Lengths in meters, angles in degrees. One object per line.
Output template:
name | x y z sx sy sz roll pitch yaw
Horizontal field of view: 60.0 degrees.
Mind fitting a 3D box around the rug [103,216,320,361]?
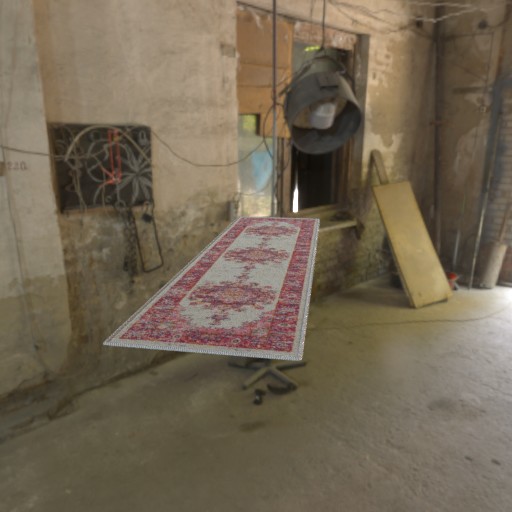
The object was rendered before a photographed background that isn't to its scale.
rug | 0.000 0.000 2.514 0.666 0.011 2.294 3 16 9
